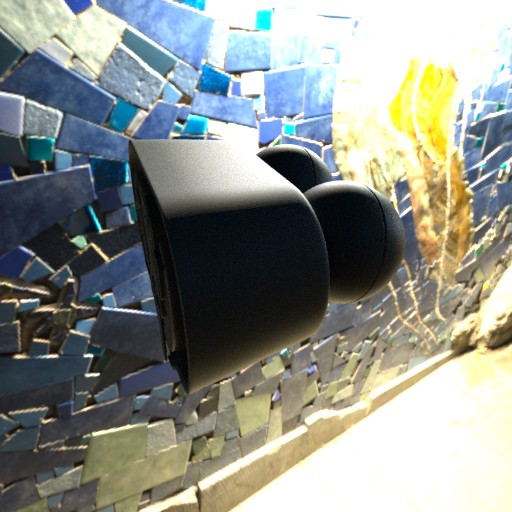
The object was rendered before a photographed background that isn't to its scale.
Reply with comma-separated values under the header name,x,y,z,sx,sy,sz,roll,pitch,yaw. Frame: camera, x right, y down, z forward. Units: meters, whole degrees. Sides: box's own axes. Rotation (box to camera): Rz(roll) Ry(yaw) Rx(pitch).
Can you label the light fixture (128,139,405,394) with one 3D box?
name,x,y,z,sx,sy,sz,roll,pitch,yaw
light fixture,0.000,0.000,0.338,0.159,0.159,0.229,-10,31,-17
